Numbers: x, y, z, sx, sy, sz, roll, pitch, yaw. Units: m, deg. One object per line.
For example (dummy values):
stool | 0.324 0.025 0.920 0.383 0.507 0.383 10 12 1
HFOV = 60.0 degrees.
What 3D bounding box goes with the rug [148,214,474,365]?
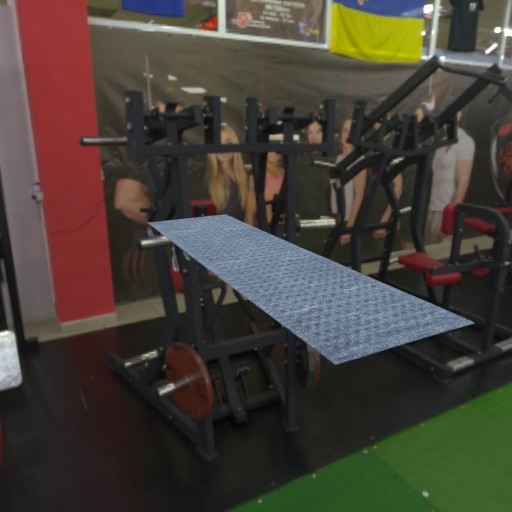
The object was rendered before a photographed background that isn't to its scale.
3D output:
rug | 0.000 0.000 2.647 0.688 0.008 2.443 -8 19 -26
